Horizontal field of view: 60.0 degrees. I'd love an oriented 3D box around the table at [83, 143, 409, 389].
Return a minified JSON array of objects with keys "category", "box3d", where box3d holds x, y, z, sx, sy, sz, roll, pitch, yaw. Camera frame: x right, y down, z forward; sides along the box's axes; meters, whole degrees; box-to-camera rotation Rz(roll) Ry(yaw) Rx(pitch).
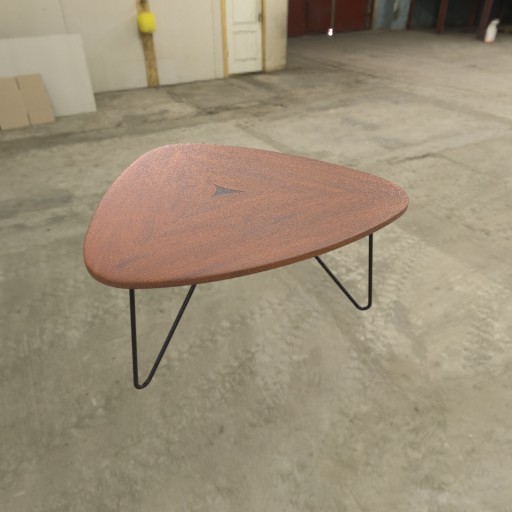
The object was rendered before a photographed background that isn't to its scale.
[{"category":"table","box3d":[0.000,0.000,1.321,0.821,0.413,0.833,0,33,0]}]
